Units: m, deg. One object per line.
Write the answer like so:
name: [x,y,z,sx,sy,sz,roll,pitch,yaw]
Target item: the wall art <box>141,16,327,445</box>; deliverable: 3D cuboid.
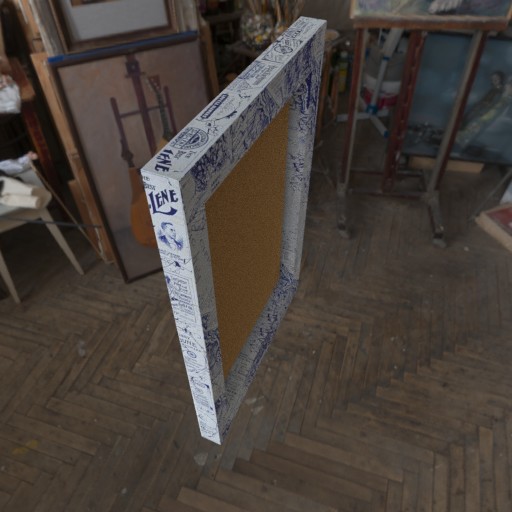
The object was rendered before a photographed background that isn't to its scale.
wall art: [0.000,0.000,0.455,0.025,0.376,0.255,18,49,16]
